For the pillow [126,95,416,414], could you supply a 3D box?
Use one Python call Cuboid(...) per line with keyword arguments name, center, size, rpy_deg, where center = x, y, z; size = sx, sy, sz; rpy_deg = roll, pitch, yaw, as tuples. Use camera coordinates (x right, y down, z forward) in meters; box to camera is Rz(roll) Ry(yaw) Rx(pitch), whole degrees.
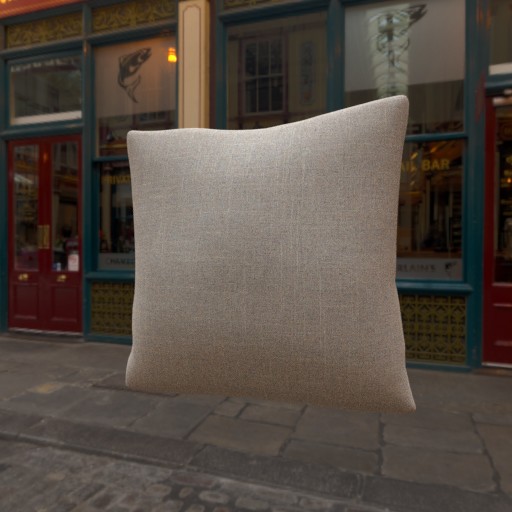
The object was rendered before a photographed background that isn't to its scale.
Cuboid(name="pillow", center=(0.000, 0.000, 0.851), size=(0.578, 0.558, 0.192), rpy_deg=(0, 0, 18))
